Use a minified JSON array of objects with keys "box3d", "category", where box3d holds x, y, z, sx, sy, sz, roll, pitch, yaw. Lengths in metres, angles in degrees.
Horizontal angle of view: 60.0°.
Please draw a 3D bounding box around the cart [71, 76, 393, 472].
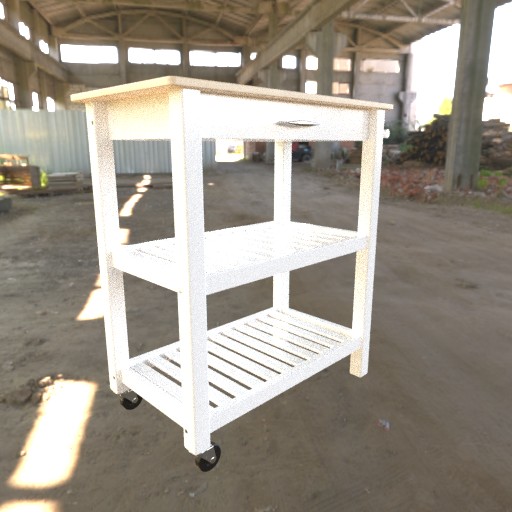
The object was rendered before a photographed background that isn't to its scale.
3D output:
[{"box3d":[0.000,0.000,1.398,0.899,0.927,0.457,-13,19,-43],"category":"cart"}]
